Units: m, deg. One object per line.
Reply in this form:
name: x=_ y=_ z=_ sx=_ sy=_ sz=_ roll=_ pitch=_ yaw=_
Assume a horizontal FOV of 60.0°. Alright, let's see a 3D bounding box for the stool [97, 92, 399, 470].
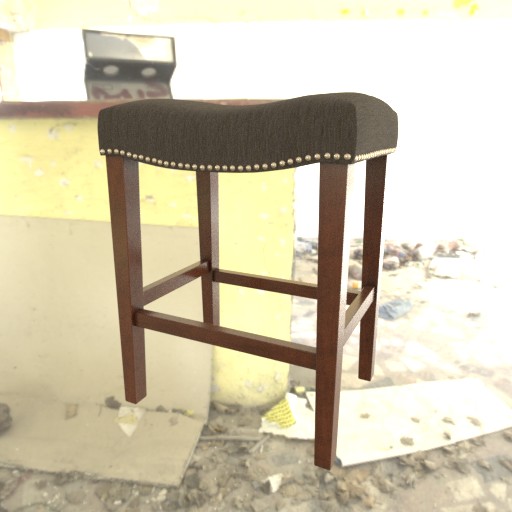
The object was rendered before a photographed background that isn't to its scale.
stool: x=0.000 y=0.000 z=0.966 sx=0.504 sy=0.654 sz=0.372 roll=8 pitch=18 yaw=25
